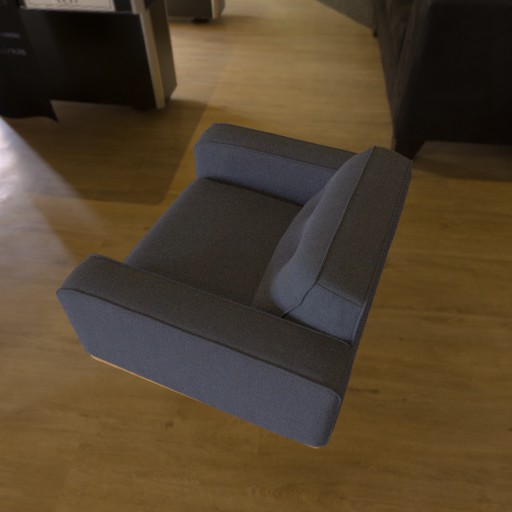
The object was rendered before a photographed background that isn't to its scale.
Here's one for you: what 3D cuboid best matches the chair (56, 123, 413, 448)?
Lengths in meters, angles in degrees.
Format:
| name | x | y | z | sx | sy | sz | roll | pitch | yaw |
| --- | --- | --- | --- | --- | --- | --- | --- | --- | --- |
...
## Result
| name | x | y | z | sx | sy | sz | roll | pitch | yaw |
| --- | --- | --- | --- | --- | --- | --- | --- | --- | --- |
| chair | 0.000 | 0.000 | 1.740 | 0.953 | 0.783 | 1.118 | 18 | 49 | 16 |
